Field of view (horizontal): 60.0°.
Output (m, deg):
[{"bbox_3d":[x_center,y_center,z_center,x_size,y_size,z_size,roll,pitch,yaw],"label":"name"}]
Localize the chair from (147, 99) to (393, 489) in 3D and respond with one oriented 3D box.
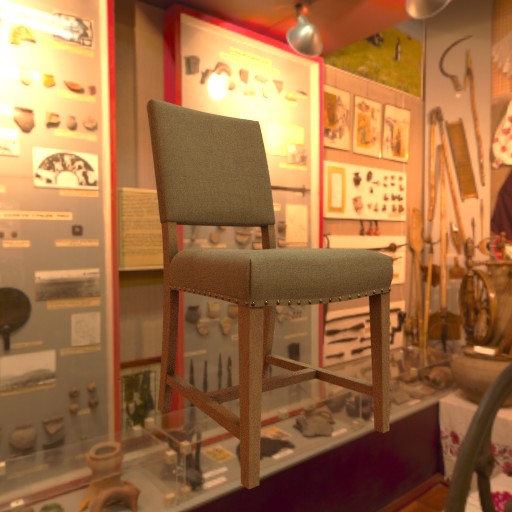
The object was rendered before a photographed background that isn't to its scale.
[{"bbox_3d":[0.000,0.000,1.331,0.508,0.986,0.622,-1,2,-37],"label":"chair"}]
